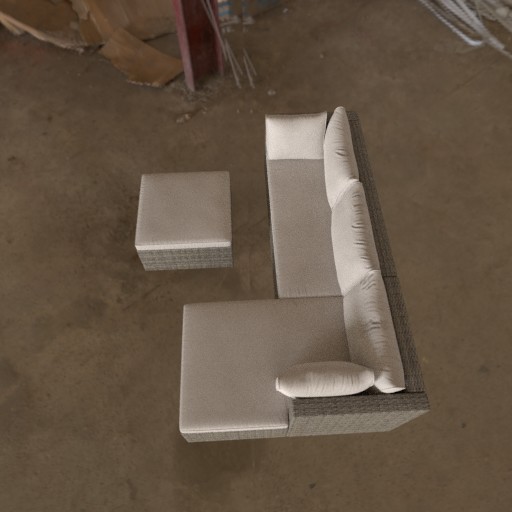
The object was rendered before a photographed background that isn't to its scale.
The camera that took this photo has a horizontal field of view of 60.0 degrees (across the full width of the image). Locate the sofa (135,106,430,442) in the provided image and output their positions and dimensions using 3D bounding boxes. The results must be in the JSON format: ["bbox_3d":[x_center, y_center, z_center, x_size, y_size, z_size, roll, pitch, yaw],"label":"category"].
[{"bbox_3d":[0.000,0.000,2.986,1.662,0.766,2.192,-3,59,-2],"label":"sofa"}]
